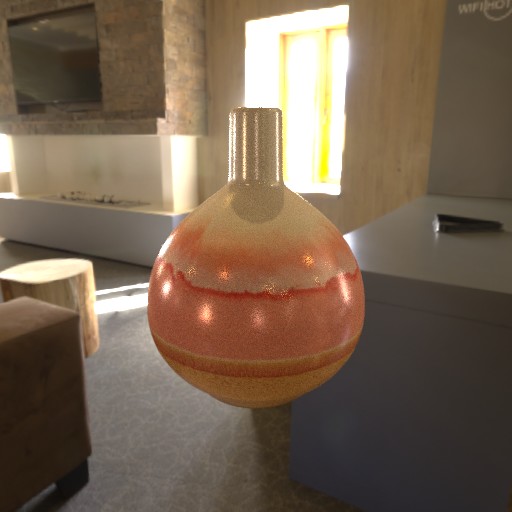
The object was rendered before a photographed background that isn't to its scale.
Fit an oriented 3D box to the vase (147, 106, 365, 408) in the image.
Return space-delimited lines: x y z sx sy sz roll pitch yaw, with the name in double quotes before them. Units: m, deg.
"vase" 0.000 0.000 0.278 0.137 0.176 0.137 0 15 0
